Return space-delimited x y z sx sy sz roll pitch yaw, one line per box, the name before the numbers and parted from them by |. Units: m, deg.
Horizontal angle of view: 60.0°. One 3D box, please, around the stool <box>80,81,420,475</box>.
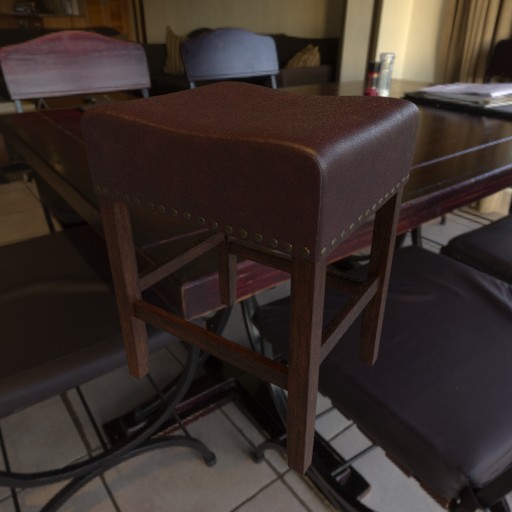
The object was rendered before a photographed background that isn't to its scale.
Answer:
stool | 0.000 0.000 0.910 0.465 0.608 0.397 18 34 29
